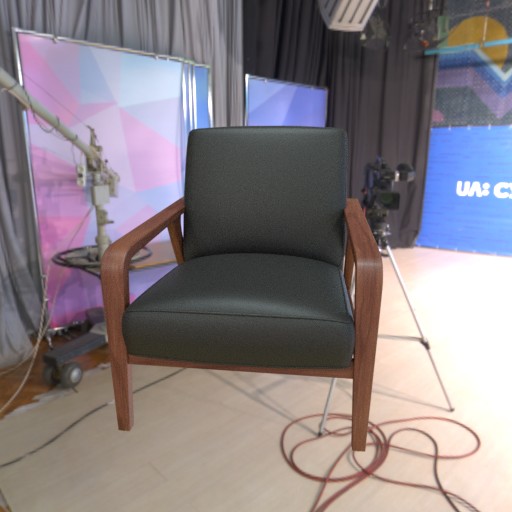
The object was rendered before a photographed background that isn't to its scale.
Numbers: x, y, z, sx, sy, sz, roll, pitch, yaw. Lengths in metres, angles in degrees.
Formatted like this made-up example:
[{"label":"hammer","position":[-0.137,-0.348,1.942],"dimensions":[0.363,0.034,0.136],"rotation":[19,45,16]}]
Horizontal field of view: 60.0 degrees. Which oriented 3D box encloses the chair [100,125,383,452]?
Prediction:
[{"label":"chair","position":[0.000,0.000,1.491],"dimensions":[0.719,0.861,0.889],"rotation":[2,14,7]}]
